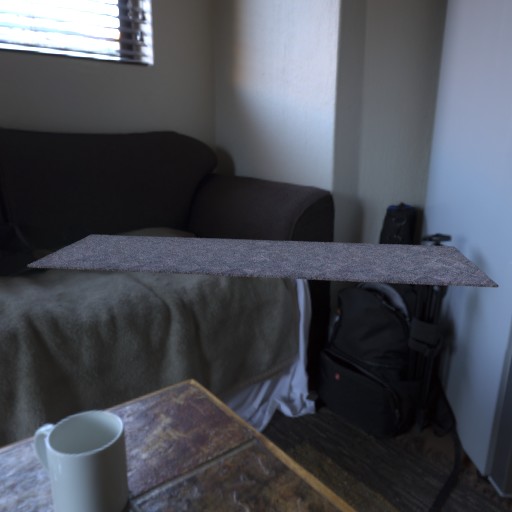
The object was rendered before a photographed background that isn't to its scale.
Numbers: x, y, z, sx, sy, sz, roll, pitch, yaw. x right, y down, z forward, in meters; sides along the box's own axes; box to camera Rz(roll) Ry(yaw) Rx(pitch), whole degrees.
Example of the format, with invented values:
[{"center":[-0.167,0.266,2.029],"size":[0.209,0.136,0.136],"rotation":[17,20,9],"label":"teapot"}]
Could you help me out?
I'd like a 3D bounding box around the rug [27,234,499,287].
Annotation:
[{"center":[0.000,0.000,2.463],"size":[2.296,0.011,0.691],"rotation":[2,16,7],"label":"rug"}]
